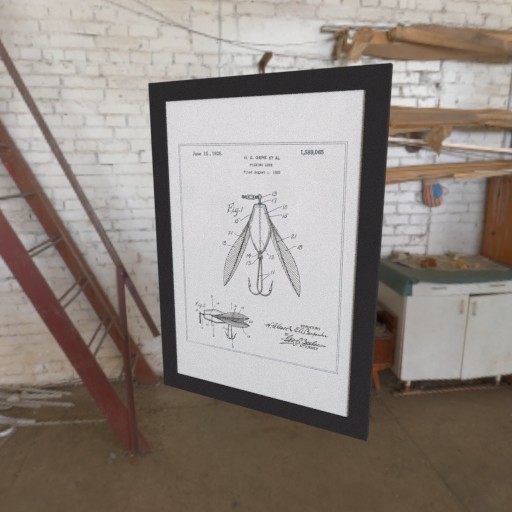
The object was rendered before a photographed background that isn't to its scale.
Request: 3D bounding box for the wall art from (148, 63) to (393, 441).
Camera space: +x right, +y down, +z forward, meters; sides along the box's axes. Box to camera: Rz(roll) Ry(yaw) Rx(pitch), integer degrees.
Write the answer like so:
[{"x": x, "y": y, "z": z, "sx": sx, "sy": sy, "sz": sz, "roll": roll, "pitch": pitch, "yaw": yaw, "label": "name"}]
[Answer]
[{"x": 0.000, "y": 0.000, "z": 0.697, "sx": 0.380, "sy": 0.534, "sz": 0.013, "roll": 6, "pitch": 15, "yaw": 25, "label": "wall art"}]
